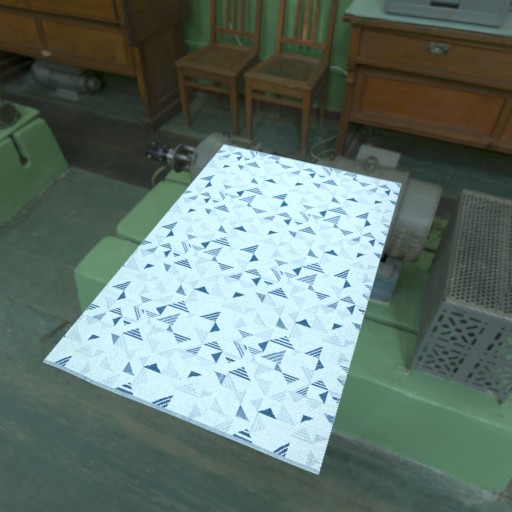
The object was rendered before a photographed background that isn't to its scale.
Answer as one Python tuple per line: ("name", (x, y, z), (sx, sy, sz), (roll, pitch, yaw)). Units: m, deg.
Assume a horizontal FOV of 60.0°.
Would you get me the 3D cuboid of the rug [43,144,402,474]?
("rug", (0.000, 0.000, 2.301), (1.206, 0.003, 1.835), (16, 48, 15))
